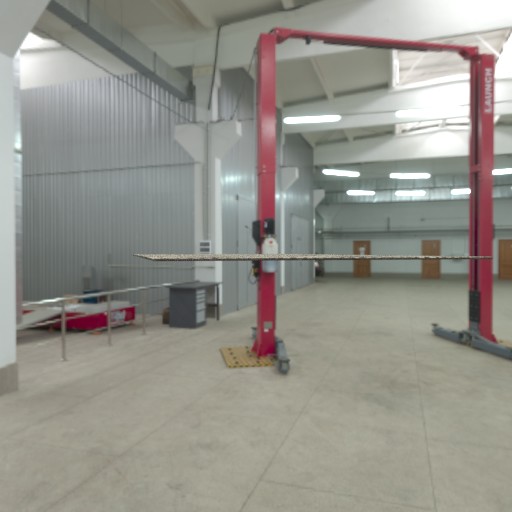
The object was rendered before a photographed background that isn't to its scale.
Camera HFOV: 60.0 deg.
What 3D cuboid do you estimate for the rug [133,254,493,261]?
[{"bbox_3d":[0.000,0.000,2.963,1.517,0.011,2.435,0,1,-17],"label":"rug"}]
